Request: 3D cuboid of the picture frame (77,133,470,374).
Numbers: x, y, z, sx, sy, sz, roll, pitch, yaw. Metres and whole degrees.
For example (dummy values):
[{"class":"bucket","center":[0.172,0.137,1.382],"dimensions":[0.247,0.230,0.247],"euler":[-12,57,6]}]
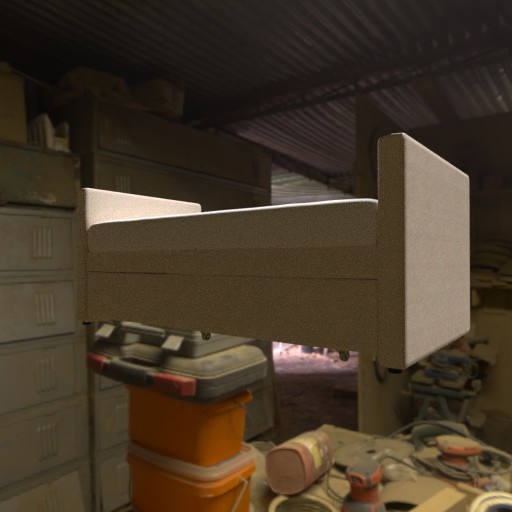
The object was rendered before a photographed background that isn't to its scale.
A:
[{"class":"picture frame","center":[0.000,0.000,2.675],"dimensions":[2.161,0.891,1.069],"euler":[0,-1,37]}]
